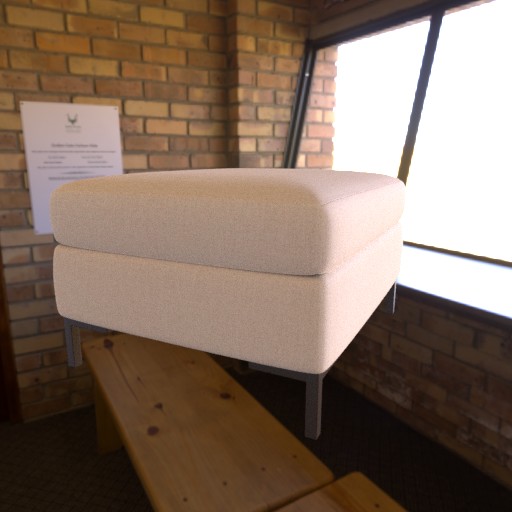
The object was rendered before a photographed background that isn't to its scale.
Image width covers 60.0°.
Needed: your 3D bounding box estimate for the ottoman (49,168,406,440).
[{"bbox_3d":[0.000,0.000,1.187,0.657,0.453,0.794,6,14,26],"label":"ottoman"}]
